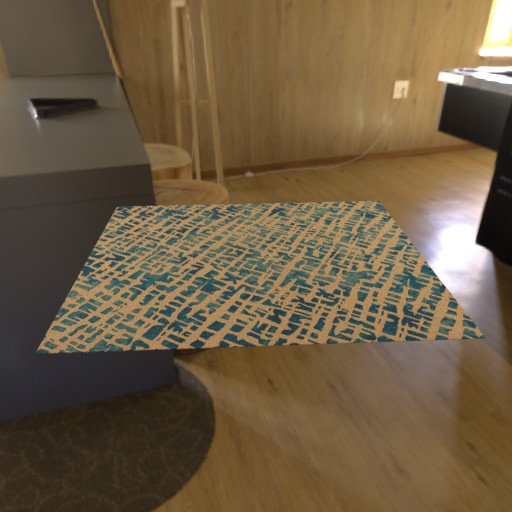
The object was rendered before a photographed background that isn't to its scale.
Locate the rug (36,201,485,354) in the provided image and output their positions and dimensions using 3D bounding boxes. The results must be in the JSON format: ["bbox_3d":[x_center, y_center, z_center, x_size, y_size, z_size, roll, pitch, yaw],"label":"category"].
[{"bbox_3d":[0.000,0.000,4.011,3.007,0.007,2.435,-1,30,-3],"label":"rug"}]
